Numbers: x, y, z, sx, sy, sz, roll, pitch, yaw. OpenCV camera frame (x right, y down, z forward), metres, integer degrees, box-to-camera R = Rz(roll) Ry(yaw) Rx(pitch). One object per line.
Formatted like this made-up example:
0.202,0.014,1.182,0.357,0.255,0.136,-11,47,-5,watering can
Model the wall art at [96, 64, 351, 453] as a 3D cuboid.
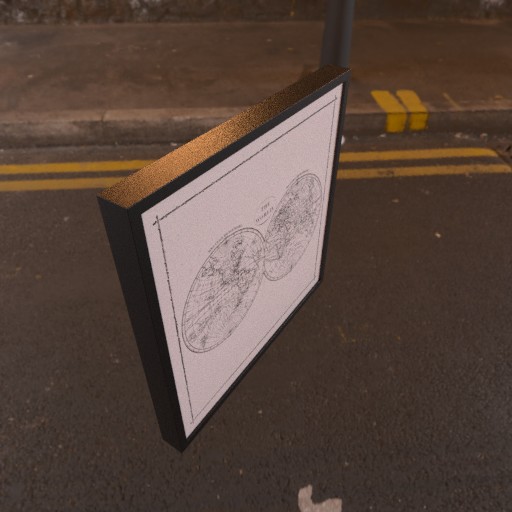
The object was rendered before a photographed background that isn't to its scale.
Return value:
0.000,0.000,0.487,0.029,0.318,0.327,24,46,26,wall art
